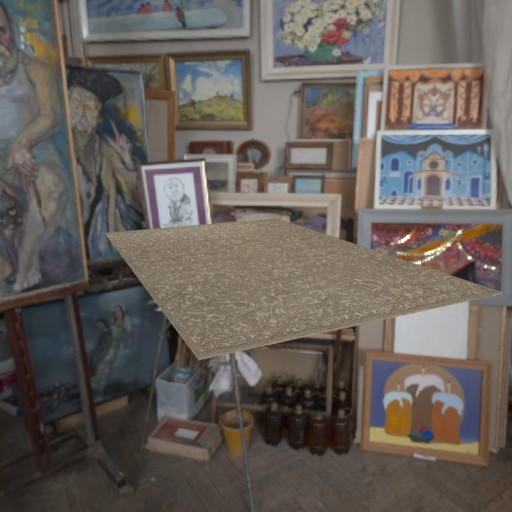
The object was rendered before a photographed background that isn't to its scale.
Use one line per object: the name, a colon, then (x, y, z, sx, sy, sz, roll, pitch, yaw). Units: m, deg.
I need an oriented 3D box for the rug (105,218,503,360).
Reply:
rug: (0.000, 0.000, 2.239, 1.221, 0.006, 1.827, -7, 16, -25)
